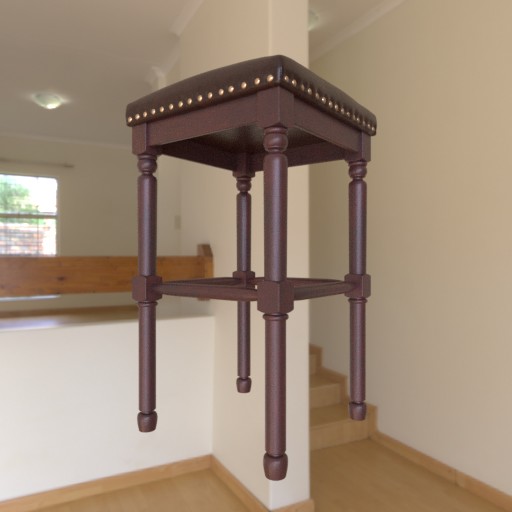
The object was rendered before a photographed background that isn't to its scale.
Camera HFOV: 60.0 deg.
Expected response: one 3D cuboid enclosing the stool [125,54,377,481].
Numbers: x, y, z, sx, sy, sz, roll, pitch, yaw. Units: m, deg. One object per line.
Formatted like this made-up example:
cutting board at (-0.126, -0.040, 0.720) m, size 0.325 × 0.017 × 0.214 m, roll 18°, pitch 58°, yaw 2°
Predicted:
stool at (0.000, 0.000, 0.928) m, size 0.383 × 0.702 × 0.382 m, roll 0°, pitch 0°, yaw 37°
